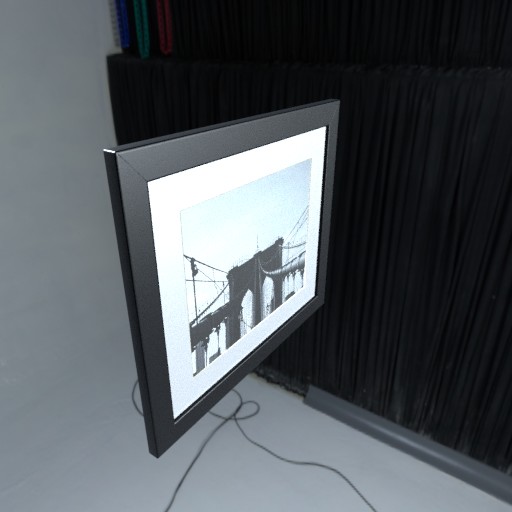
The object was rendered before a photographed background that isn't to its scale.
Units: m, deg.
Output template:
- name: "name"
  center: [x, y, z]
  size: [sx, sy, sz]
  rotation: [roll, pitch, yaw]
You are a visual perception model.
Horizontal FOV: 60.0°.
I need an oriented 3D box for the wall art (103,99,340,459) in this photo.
- name: "wall art"
  center: [0.000, 0.000, 0.744]
  size: [0.018, 0.450, 0.521]
  rotation: [17, 31, 31]
